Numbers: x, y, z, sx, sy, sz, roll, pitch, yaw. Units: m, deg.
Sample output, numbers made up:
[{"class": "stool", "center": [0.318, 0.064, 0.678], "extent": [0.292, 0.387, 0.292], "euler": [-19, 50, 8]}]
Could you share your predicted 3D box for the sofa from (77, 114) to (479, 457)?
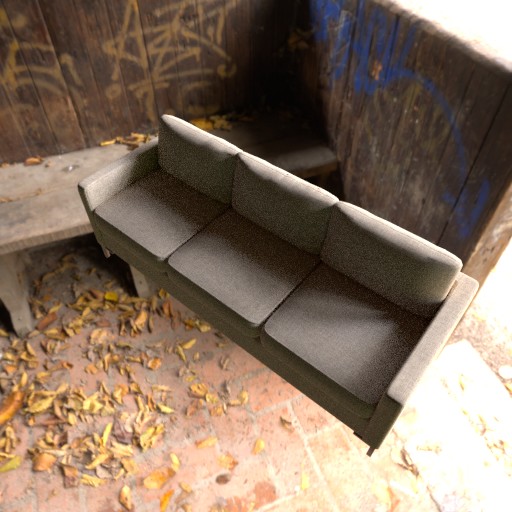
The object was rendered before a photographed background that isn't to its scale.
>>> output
[{"class": "sofa", "center": [0.000, 0.000, 2.623], "extent": [2.218, 0.874, 0.859], "euler": [32, 55, 25]}]
